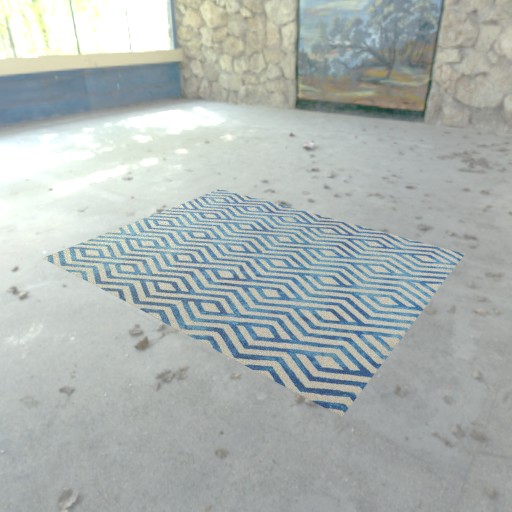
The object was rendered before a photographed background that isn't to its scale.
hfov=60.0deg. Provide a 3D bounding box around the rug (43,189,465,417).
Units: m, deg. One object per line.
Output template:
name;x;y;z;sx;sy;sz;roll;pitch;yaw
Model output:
rug;0.000;0.000;4.106;3.059;0.008;2.453;19;33;33
